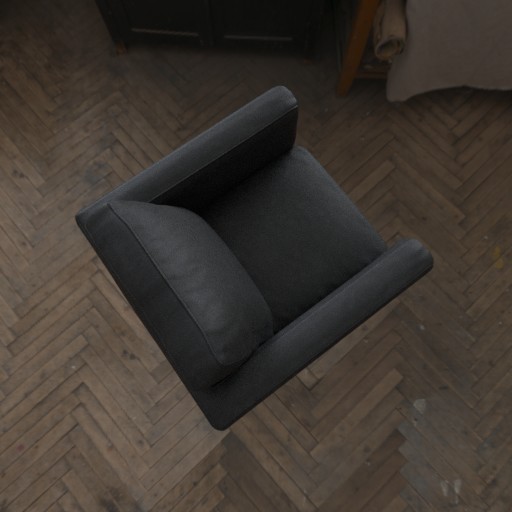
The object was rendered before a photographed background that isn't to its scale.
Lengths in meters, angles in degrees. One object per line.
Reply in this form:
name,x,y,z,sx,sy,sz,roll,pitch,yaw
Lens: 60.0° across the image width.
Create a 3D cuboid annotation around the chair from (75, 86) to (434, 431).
chair,0.000,0.000,1.623,0.879,0.898,0.831,-35,78,-9
